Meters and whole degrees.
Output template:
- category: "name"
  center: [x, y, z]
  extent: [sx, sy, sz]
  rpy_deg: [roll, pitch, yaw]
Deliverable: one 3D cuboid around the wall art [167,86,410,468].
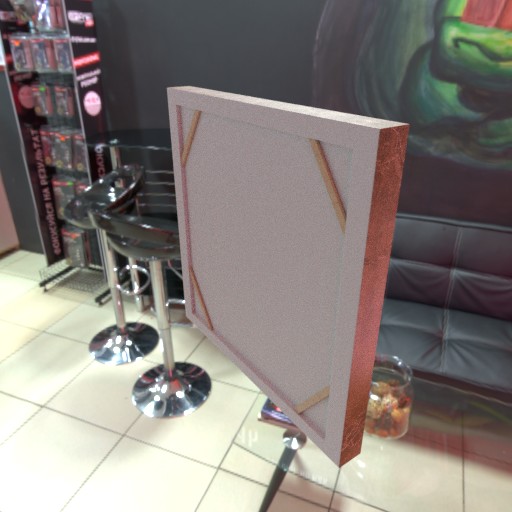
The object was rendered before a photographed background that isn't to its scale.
- category: "wall art"
  center: [0.000, 0.000, 0.611]
  extent: [0.038, 0.407, 0.405]
  rpy_deg: [-17, 31, -31]
